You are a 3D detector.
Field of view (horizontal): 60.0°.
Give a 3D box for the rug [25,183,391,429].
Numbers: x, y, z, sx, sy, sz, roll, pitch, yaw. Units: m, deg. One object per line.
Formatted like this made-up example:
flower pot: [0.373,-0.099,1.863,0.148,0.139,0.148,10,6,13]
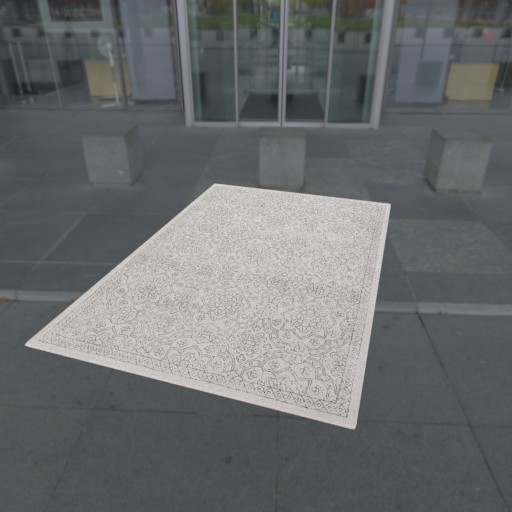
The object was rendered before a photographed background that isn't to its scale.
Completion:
rug: [0.000,0.000,2.801,1.524,0.011,2.286,9,30,16]
